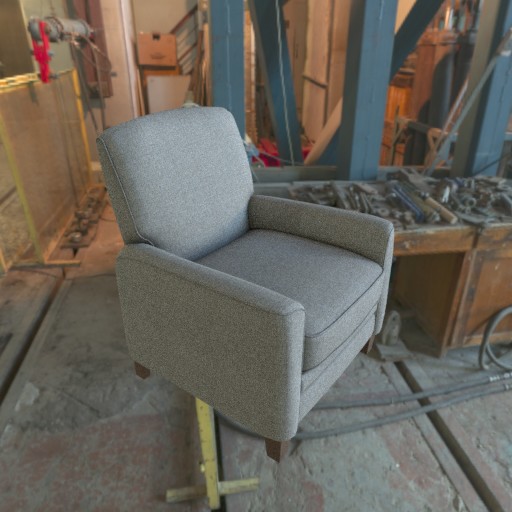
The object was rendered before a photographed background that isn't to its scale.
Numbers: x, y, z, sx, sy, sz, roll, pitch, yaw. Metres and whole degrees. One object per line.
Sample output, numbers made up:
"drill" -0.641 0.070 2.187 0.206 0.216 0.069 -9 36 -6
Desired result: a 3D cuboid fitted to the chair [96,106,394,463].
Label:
"chair" 0.000 0.000 1.703 0.864 1.014 0.848 18 32 32
